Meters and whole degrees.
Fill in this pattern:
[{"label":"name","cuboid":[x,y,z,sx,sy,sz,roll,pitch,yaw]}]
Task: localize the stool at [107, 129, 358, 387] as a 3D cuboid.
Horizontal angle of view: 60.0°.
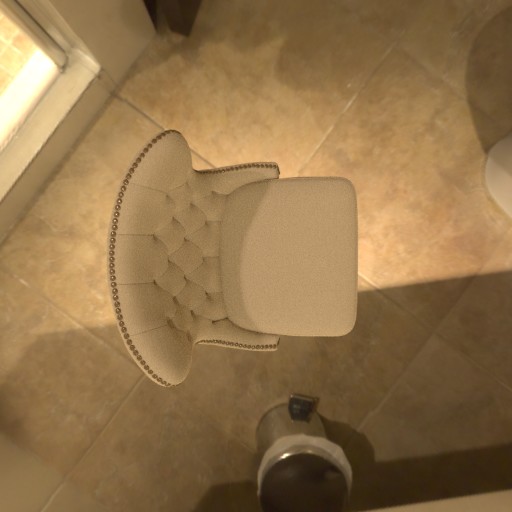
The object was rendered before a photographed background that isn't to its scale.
[{"label":"stool","cuboid":[0.000,0.000,1.335,0.593,0.971,0.528,0,91,0]}]
